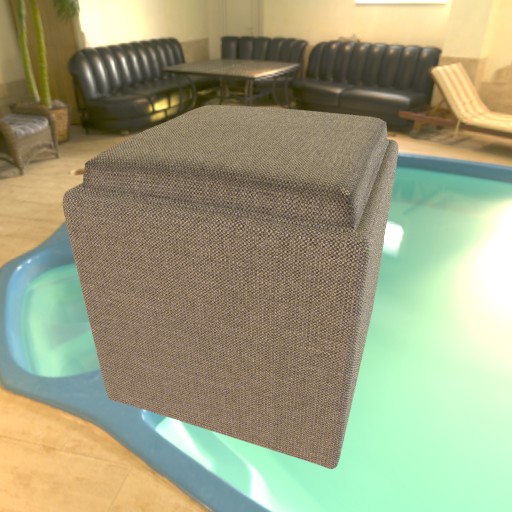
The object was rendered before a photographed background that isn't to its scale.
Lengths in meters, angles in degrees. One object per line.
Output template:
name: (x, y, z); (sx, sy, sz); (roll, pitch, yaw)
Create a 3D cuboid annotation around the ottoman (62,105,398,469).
ottoman: (0.000, 0.000, 0.833); (0.436, 0.487, 0.454); (10, 32, 17)
